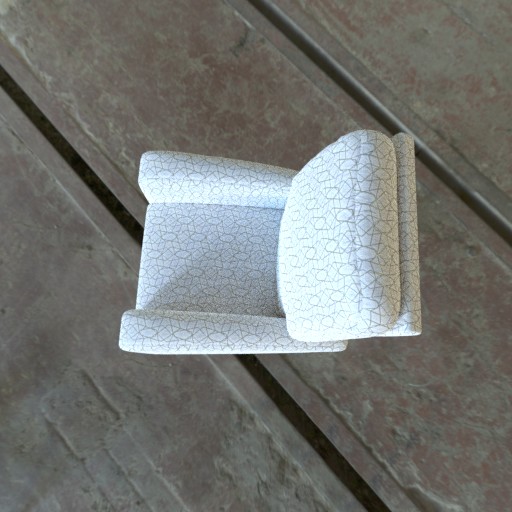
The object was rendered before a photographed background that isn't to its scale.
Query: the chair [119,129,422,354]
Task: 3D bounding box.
[{"bbox_3d":[0.000,0.000,1.775,0.995,1.064,0.796,3,76,1],"label":"chair"}]
